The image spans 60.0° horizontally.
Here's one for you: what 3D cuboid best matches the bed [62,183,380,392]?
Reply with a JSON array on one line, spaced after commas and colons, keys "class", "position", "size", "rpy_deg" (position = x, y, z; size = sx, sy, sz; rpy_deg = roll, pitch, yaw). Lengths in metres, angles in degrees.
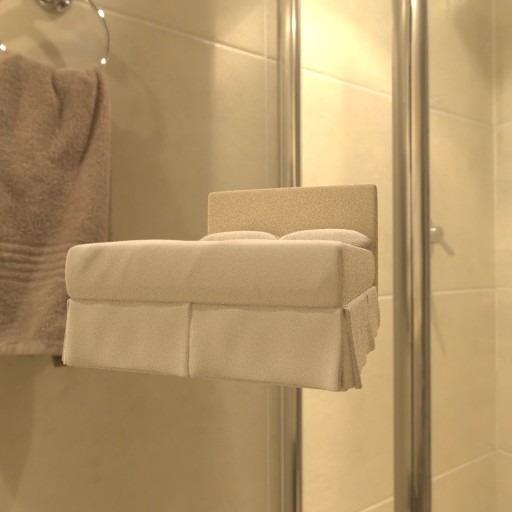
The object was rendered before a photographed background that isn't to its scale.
[{"class": "bed", "position": [0.000, 0.000, 3.274], "size": [1.714, 1.330, 2.147], "rpy_deg": [0, -1, 19]}]
